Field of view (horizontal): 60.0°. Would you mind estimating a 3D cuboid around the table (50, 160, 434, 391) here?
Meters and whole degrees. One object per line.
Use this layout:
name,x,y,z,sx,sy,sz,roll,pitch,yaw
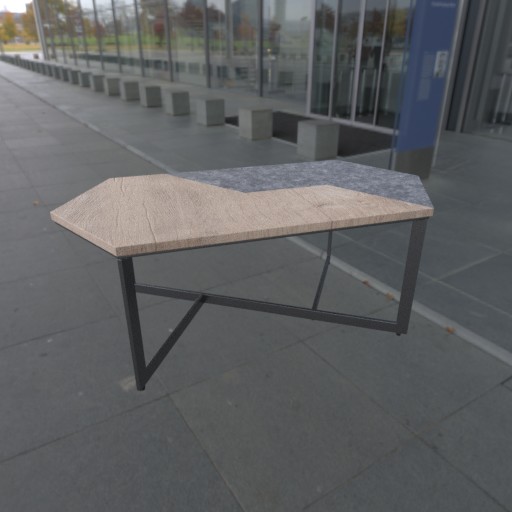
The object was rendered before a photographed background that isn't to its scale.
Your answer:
table,0.000,0.000,1.517,1.219,0.457,0.609,-8,27,-16
